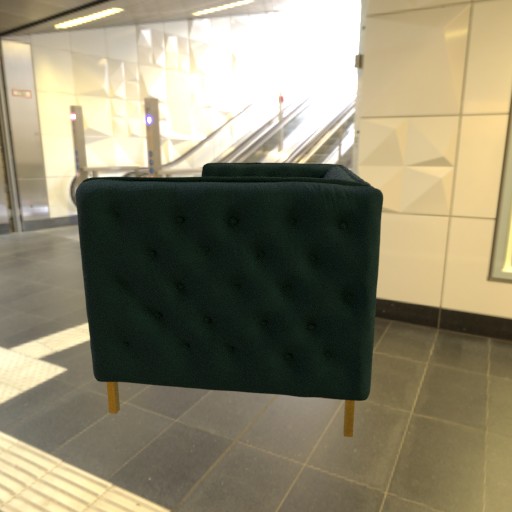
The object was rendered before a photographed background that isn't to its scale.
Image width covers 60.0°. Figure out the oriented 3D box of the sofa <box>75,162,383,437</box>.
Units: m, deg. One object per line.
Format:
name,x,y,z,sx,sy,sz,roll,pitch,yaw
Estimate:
sofa,0.000,0.000,2.055,0.909,0.810,1.583,2,14,8
